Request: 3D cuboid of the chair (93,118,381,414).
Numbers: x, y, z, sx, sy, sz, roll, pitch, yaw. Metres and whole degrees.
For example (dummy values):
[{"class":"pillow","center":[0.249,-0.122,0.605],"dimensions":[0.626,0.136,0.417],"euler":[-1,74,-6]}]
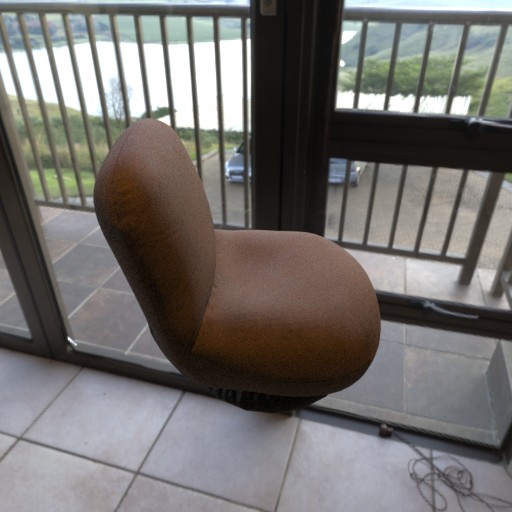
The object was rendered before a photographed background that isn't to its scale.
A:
[{"class":"chair","center":[0.000,0.000,1.031],"dimensions":[0.597,0.594,0.521],"euler":[-1,32,-2]}]
